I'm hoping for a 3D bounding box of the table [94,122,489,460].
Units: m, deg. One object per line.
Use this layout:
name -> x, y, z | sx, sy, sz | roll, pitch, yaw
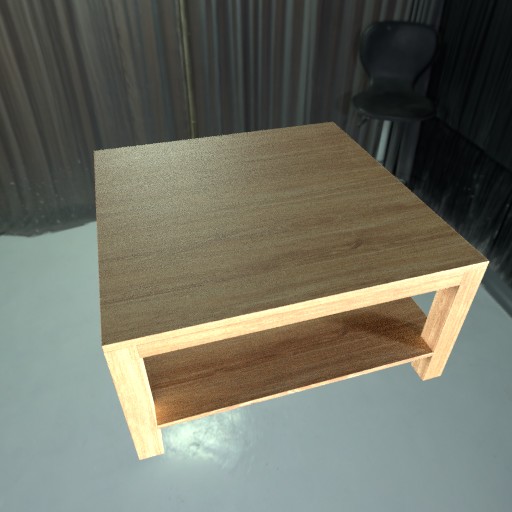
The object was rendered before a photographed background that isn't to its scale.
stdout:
table -> 0.000, 0.000, 1.440 | 0.900, 0.450, 0.900 | -11, 40, -13
